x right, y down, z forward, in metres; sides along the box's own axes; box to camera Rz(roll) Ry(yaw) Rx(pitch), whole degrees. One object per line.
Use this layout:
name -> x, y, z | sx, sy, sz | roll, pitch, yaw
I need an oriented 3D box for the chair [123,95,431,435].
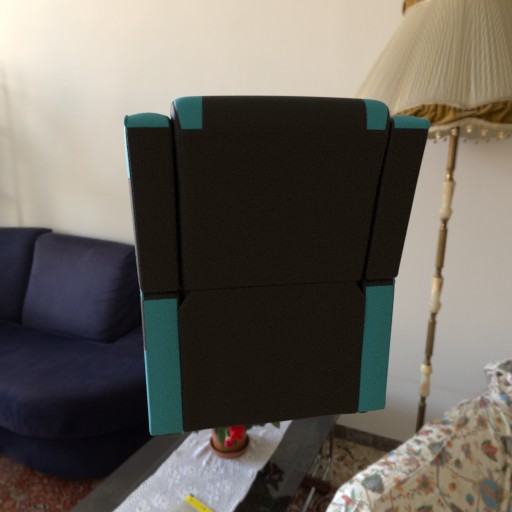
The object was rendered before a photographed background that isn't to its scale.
chair -> 0.000, 0.000, 1.255 | 0.620, 0.805, 0.672 | -3, 15, -10
